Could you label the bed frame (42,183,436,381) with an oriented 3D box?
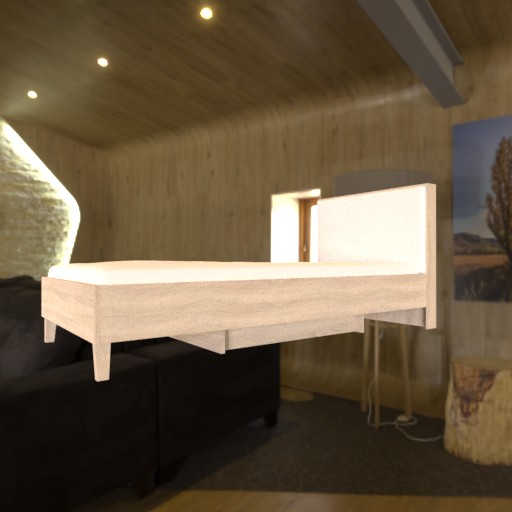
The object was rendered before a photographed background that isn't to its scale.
[{"bbox_3d":[0.000,0.000,2.614,2.140,0.920,0.990,0,0,-36],"label":"bed frame"}]
